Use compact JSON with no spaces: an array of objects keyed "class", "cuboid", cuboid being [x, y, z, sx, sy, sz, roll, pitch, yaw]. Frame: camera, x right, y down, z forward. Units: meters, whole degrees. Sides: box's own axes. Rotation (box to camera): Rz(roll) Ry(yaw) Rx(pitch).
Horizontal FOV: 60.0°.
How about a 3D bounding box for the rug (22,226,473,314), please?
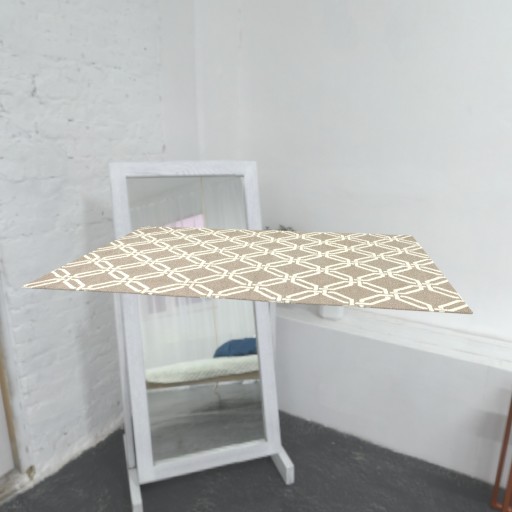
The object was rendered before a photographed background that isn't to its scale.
[{"class":"rug","cuboid":[0.000,0.000,4.442,3.419,0.020,2.441,2,16,9]}]
